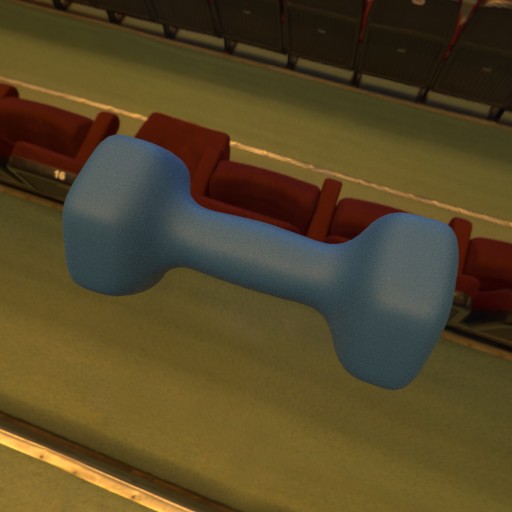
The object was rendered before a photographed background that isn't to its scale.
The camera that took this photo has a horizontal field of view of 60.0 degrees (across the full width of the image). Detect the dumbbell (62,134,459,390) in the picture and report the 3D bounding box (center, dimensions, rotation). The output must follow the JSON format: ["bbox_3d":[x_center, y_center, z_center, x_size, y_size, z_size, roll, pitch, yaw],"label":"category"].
[{"bbox_3d":[0.000,0.000,0.260,0.212,0.093,0.103,17,64,9],"label":"dumbbell"}]
